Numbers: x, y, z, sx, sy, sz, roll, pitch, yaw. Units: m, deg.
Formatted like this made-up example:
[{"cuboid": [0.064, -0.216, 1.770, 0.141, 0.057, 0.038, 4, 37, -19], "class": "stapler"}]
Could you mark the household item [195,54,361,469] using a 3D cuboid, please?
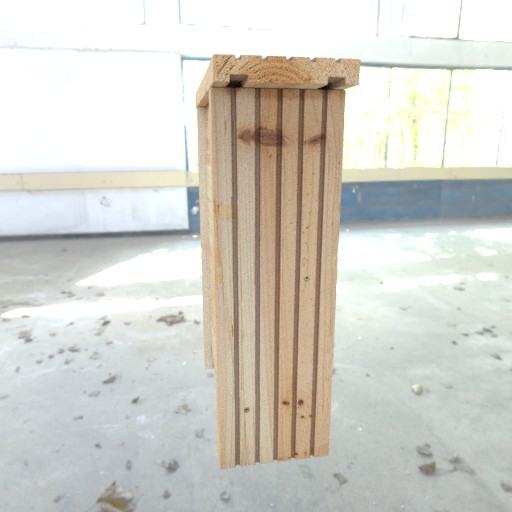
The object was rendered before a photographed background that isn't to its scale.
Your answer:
[{"cuboid": [0.000, 0.000, 0.550, 0.123, 0.407, 0.301, -3, 15, -10], "class": "household item"}]
